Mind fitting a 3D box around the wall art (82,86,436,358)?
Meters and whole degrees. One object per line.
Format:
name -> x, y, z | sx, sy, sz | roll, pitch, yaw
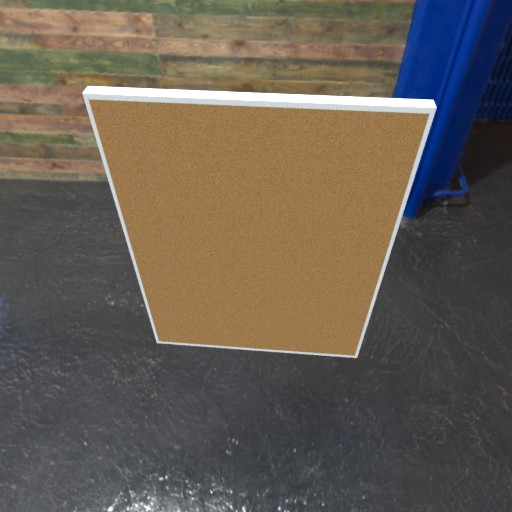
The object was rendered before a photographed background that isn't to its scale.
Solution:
wall art -> 0.000, 0.000, 1.384 | 0.795, 1.050, 0.039 | 4, 47, 3
